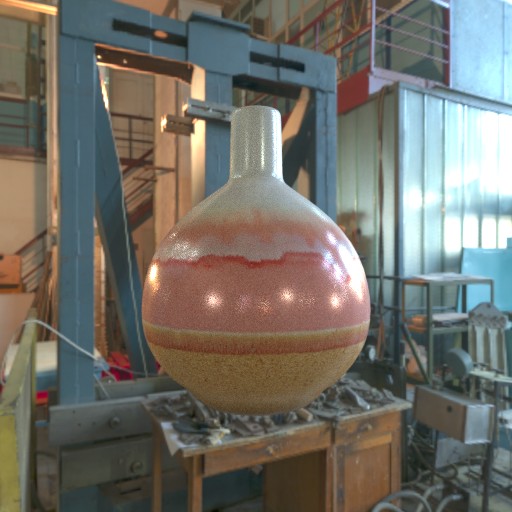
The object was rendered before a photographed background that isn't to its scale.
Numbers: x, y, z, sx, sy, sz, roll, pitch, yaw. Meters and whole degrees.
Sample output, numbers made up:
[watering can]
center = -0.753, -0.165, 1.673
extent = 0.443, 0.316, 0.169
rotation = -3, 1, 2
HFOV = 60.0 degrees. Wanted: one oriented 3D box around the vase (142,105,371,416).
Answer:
[vase]
center = 0.000, 0.000, 0.273
extent = 0.137, 0.176, 0.137
rotation = 0, 0, 0
